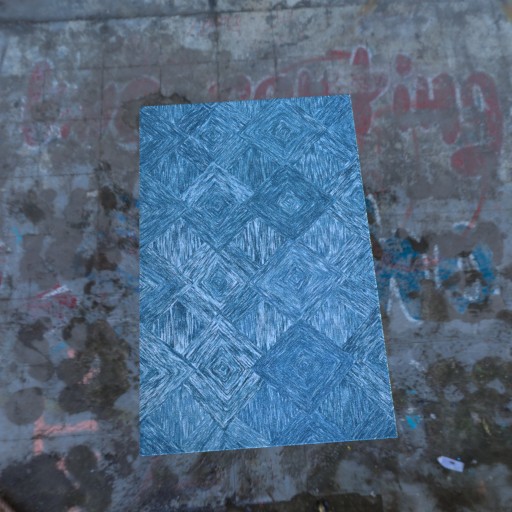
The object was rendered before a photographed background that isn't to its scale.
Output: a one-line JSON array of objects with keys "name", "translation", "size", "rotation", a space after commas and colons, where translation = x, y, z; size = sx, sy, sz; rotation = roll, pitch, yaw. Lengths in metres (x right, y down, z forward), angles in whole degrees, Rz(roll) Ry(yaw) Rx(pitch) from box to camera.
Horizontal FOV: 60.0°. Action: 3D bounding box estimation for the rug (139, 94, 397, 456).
[{"name": "rug", "translation": [0.000, 0.000, 2.844], "size": [1.490, 0.015, 2.277], "rotation": [-4, 75, -1]}]
